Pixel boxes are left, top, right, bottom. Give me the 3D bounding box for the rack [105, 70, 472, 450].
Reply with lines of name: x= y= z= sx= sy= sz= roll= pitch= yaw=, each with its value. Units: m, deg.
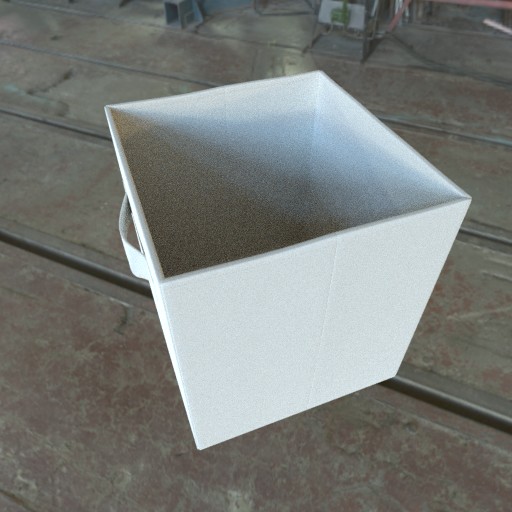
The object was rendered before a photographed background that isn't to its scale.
rack: x=0.000 y=0.000 z=0.502 sx=0.270 sy=0.280 sz=0.270 roll=-15 pitch=47 yaw=-15
